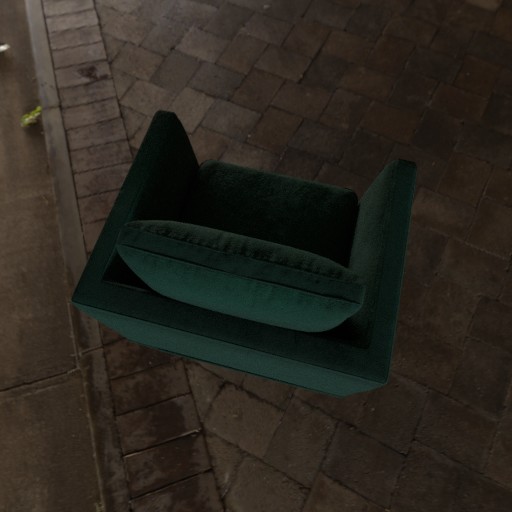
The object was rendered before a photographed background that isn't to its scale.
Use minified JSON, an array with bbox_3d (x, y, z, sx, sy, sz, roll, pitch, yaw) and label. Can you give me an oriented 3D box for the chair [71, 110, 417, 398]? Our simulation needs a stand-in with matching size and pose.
[{"bbox_3d":[0.000,0.000,1.775,1.047,0.997,0.852,13,66,6],"label":"chair"}]
